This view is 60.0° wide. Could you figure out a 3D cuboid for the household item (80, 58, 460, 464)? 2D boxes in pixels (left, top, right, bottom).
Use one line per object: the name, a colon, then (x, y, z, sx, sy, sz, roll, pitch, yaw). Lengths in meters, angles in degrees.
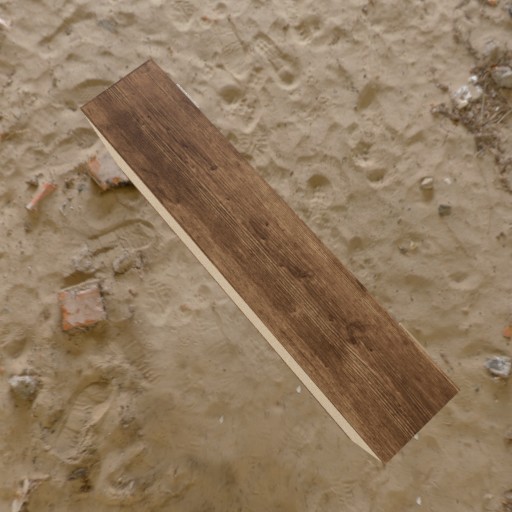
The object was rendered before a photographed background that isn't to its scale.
household item: (0.000, 0.000, 2.002, 0.390, 0.615, 1.800, -40, 79, -9)
